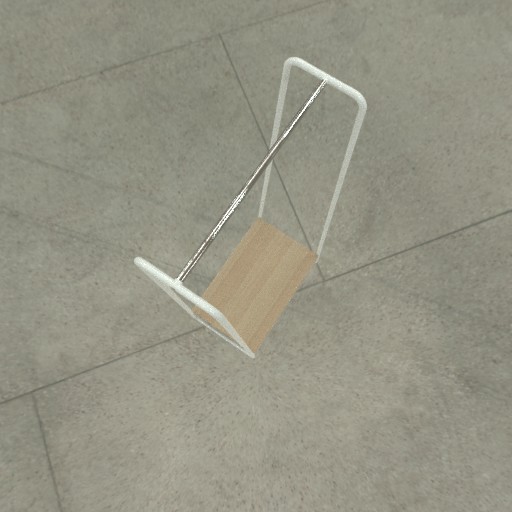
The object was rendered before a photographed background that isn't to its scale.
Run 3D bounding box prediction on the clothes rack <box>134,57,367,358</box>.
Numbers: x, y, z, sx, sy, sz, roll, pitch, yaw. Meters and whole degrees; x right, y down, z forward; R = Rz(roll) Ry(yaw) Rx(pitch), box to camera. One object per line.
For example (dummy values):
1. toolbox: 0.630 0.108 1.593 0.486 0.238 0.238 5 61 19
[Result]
1. clothes rack: 0.000 0.000 1.733 0.400 1.500 0.640 33 78 8
